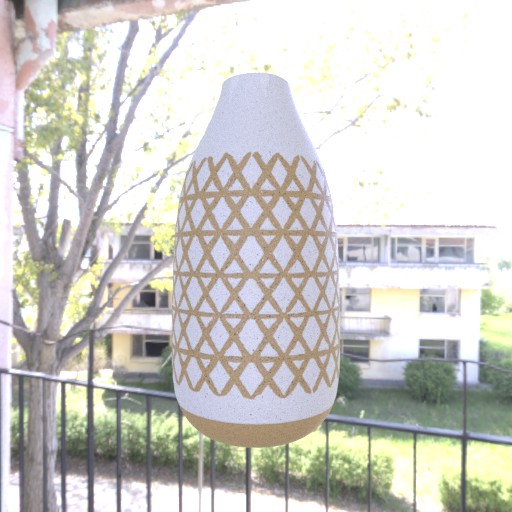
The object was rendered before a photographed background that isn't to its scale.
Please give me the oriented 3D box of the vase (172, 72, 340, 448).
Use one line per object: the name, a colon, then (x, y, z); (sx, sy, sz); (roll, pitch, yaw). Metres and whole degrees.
vase: (0.000, 0.000, 0.496); (0.186, 0.380, 0.186); (0, 0, 0)
